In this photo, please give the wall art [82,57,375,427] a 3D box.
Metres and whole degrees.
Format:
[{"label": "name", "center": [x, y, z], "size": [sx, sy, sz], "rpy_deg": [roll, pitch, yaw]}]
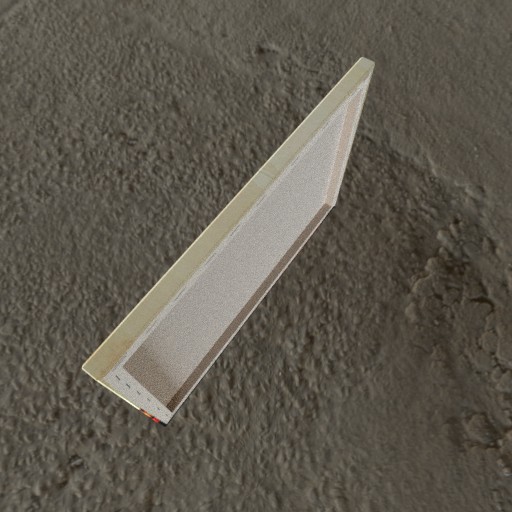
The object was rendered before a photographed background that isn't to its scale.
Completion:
[{"label": "wall art", "center": [0.000, 0.000, 1.149], "size": [0.038, 0.602, 0.918], "rpy_deg": [33, 67, 16]}]
